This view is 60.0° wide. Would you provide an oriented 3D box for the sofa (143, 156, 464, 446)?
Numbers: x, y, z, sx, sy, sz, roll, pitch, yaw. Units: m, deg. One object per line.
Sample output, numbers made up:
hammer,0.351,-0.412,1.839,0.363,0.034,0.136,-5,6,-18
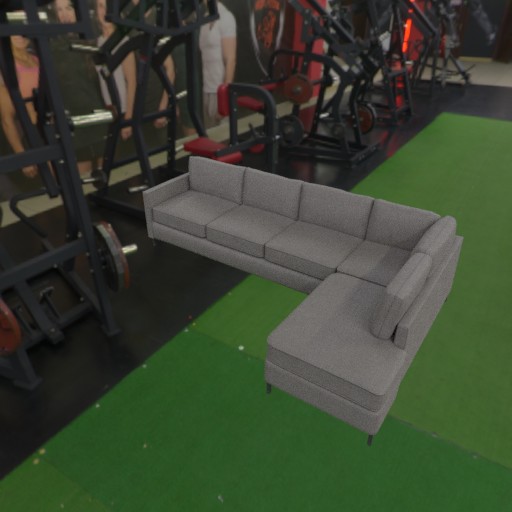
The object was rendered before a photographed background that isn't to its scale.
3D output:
sofa,0.000,0.000,4.288,3.331,0.964,2.077,19,35,29
